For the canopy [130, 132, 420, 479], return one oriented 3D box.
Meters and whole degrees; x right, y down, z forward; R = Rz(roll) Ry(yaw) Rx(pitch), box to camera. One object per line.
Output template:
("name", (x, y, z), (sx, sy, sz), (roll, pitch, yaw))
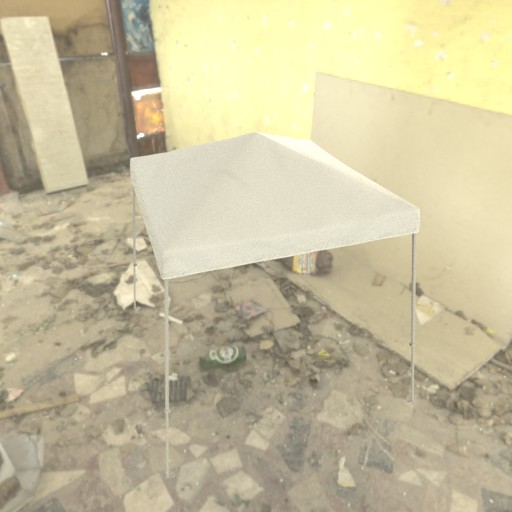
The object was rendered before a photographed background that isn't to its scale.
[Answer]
("canopy", (0.000, 0.000, 6.456), (3.599, 3.600, 3.600), (-10, 32, -17))
